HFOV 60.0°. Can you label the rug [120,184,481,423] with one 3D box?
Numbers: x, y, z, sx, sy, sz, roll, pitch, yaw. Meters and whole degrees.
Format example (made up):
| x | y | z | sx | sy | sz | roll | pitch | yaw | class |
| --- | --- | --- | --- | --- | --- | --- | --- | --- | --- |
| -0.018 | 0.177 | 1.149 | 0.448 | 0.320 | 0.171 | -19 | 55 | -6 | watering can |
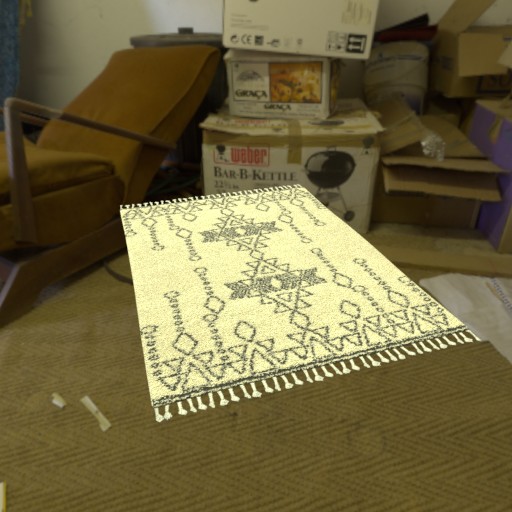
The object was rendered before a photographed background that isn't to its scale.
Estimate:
| x | y | z | sx | sy | sz | roll | pitch | yaw | class |
| --- | --- | --- | --- | --- | --- | --- | --- | --- | --- |
| 0.000 | 0.000 | 3.860 | 2.125 | 0.028 | 3.027 | -9 | 31 | -16 | rug |
